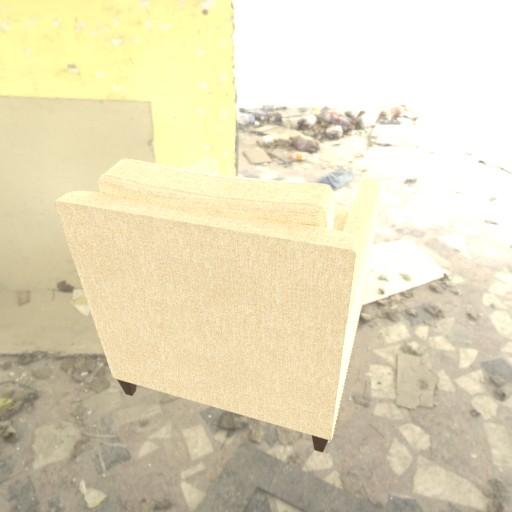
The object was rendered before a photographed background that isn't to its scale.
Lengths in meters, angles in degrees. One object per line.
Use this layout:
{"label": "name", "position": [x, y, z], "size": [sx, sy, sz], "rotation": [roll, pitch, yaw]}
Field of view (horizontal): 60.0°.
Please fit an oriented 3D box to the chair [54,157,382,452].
{"label": "chair", "position": [0.000, 0.000, 1.738], "size": [0.838, 0.940, 1.041], "rotation": [10, 33, 16]}
